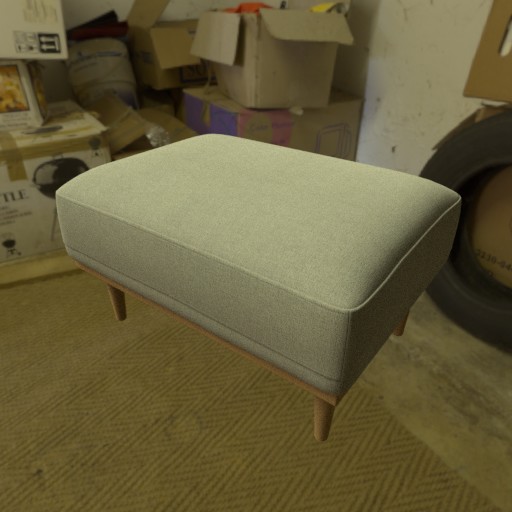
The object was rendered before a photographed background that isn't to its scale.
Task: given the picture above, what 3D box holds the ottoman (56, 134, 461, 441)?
[{"bbox_3d":[0.000,0.000,1.042,0.749,0.428,0.549,21,36,31],"label":"ottoman"}]
